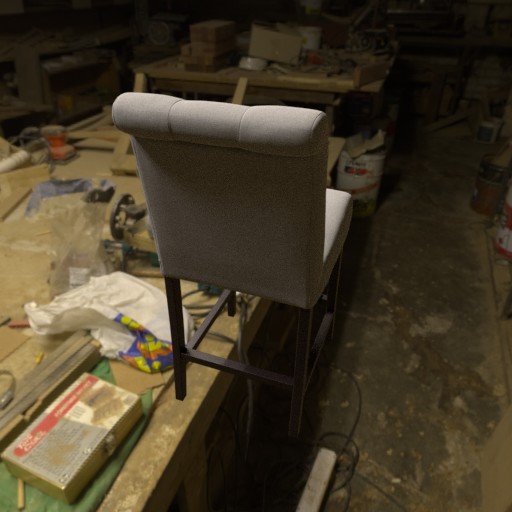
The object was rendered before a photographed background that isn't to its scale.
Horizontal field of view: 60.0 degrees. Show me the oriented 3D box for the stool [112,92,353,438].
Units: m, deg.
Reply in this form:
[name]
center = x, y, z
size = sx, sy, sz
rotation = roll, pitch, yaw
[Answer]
[stool]
center = 0.000, 0.000, 1.371
size = 0.493, 1.040, 0.601
rotation = 11, 35, 17
